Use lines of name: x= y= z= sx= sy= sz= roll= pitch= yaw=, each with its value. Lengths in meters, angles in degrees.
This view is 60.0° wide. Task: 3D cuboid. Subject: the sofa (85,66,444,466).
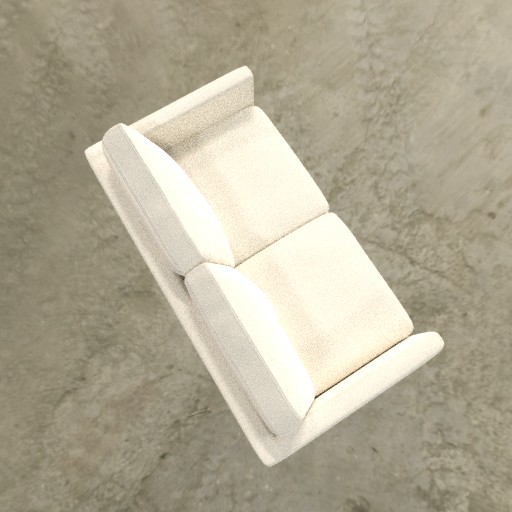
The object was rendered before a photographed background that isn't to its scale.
sofa: x=0.000 y=0.000 z=2.268 sx=0.964 sy=0.888 sz=1.702 roll=-31 pitch=78 yaw=-8
